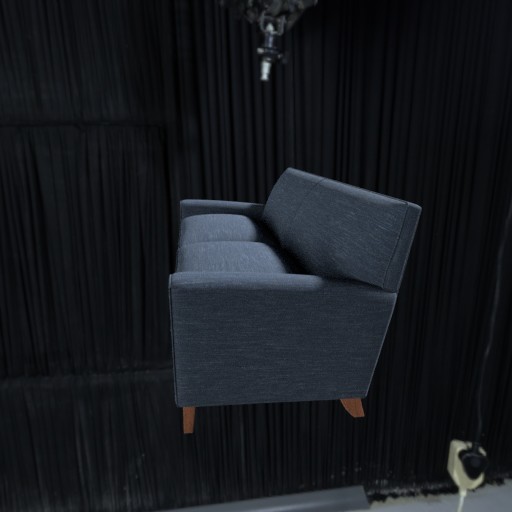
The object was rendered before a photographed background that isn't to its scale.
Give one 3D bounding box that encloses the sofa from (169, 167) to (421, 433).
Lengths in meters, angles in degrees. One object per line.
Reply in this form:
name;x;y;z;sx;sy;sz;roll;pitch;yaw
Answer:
sofa;0.000;0.000;2.469;0.875;0.846;1.976;-2;15;-8
